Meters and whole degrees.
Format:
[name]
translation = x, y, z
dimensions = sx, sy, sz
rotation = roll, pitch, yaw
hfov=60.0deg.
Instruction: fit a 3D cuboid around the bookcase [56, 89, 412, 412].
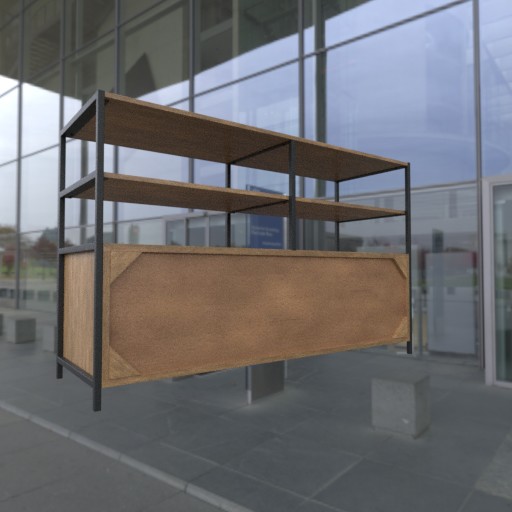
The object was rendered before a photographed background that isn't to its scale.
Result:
[bookcase]
translation = 0.000, 0.000, 1.469
dimensions = 1.149, 0.712, 0.391
rotation = 1, -2, -36
